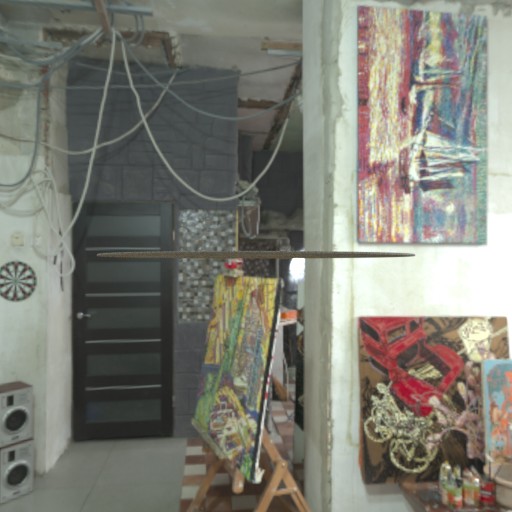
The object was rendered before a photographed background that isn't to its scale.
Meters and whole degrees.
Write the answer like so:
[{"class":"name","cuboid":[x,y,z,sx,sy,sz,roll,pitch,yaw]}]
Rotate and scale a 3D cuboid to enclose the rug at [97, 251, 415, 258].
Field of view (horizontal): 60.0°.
[{"class":"rug","cuboid":[0.000,0.000,3.518,2.382,0.014,2.382,0,-1,0]}]
